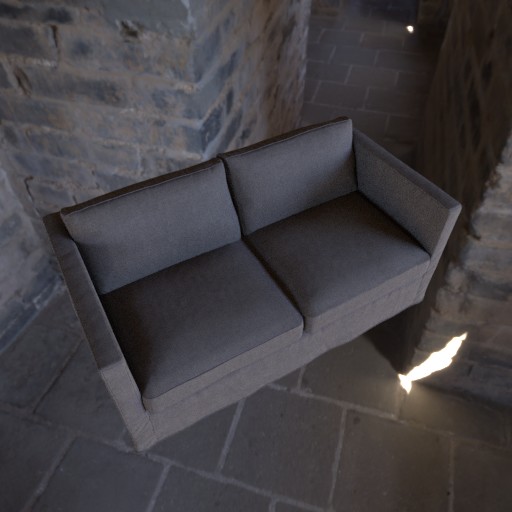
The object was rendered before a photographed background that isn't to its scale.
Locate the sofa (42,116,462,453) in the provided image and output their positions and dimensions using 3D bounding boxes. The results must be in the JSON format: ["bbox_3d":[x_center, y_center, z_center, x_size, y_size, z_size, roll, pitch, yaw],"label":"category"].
[{"bbox_3d":[0.000,0.000,2.294,1.802,0.854,0.974,-23,51,-20],"label":"sofa"}]
